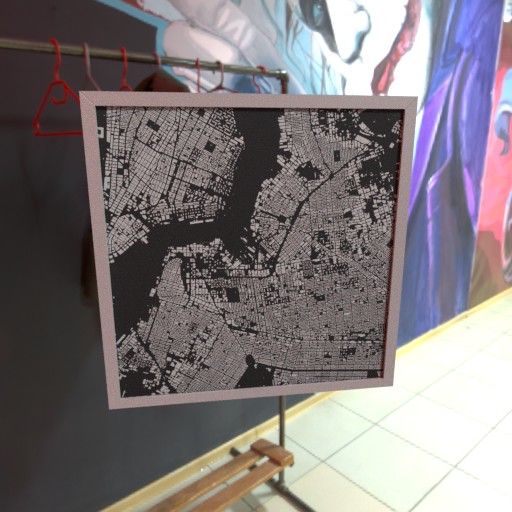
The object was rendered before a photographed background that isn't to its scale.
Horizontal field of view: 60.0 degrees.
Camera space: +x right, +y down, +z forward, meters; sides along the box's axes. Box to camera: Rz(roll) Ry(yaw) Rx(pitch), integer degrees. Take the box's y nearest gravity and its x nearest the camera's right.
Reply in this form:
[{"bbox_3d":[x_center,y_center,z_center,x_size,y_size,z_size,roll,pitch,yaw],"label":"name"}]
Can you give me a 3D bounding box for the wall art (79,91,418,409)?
[{"bbox_3d":[0.000,0.000,0.737,0.506,0.506,0.038,-2,15,-8],"label":"wall art"}]
